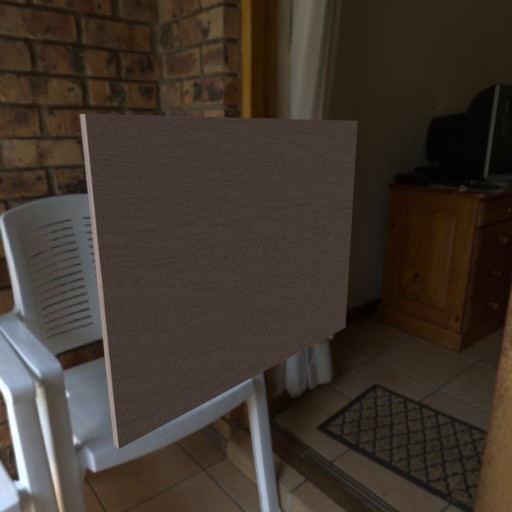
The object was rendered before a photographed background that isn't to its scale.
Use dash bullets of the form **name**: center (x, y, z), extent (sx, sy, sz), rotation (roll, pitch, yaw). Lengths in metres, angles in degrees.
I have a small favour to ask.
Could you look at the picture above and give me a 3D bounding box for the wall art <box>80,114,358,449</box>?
- **wall art**: center (0.000, 0.000, 0.685), extent (0.013, 0.406, 0.508), rotation (15, 22, 43)
